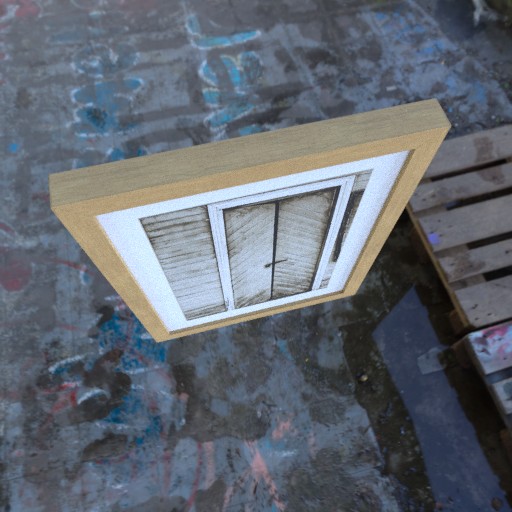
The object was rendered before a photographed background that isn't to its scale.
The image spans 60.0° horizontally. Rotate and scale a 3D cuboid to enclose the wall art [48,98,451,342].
[{"bbox_3d":[0.000,0.000,0.512,0.312,0.380,0.030,-13,65,-6],"label":"wall art"}]
